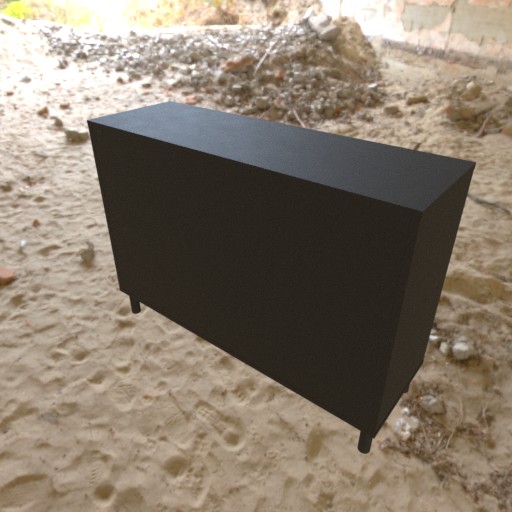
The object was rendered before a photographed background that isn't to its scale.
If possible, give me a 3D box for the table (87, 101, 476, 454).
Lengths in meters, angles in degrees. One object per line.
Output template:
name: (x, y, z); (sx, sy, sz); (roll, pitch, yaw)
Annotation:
table: (0.000, 0.000, 1.594); (1.200, 0.855, 0.400); (22, 38, 32)
